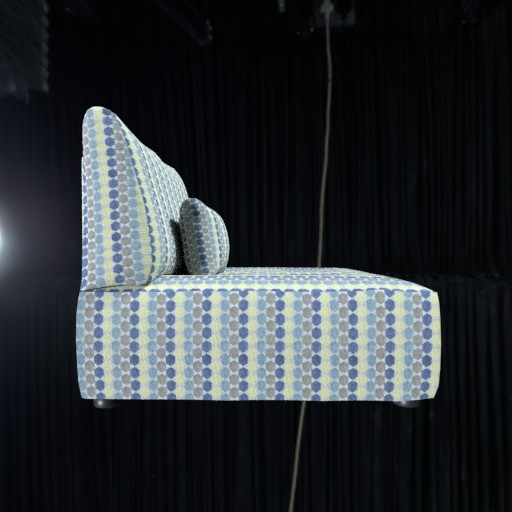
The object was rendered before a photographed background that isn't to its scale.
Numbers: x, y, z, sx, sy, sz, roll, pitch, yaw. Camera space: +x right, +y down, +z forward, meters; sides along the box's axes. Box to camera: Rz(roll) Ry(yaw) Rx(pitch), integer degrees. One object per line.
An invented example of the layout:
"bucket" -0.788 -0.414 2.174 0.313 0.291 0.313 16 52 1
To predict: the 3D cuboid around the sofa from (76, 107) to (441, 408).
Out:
"sofa" 0.000 0.000 1.648 1.000 0.830 0.930 0 1 1
